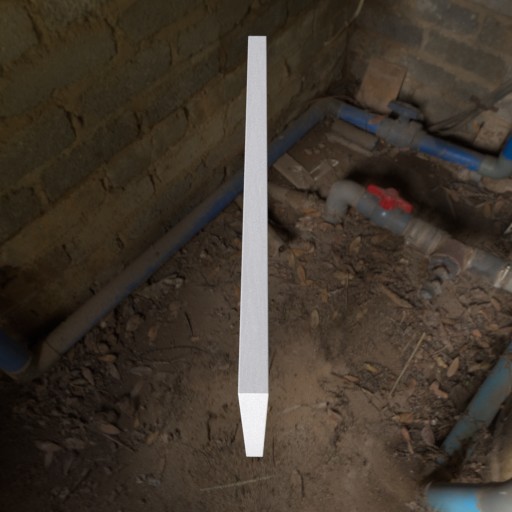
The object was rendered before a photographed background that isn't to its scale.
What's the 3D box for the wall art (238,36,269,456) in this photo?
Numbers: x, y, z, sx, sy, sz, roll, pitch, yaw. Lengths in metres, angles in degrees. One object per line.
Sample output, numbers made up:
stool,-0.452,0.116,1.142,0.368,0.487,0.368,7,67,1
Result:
wall art,0.000,0.000,1.373,0.053,0.787,1.041,0,58,0
